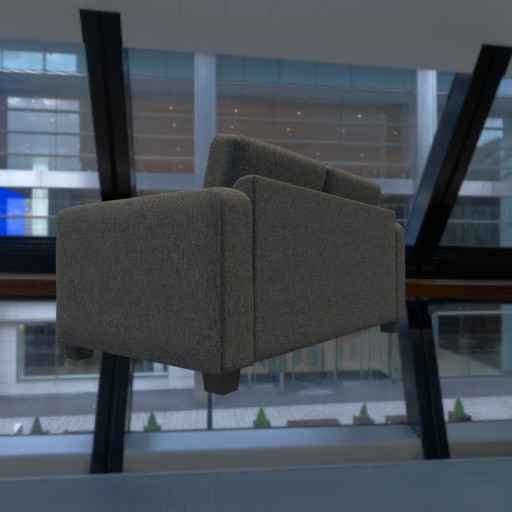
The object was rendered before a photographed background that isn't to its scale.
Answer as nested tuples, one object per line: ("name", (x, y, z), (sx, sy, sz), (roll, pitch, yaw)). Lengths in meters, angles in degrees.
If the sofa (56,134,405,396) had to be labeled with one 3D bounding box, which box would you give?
("sofa", (0.000, 0.000, 2.054), (0.900, 0.800, 1.520), (-1, -1, 37))
